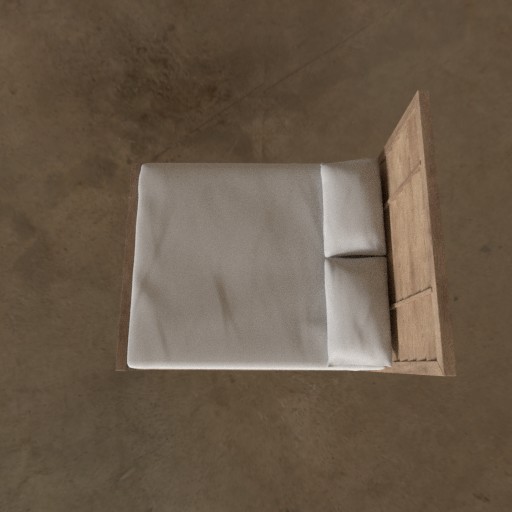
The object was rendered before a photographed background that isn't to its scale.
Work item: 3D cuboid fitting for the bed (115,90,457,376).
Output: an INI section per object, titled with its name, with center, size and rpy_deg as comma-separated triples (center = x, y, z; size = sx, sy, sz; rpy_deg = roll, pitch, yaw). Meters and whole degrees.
[bed]
center = 0.000, 0.000, 3.188
size = 2.017, 1.631, 1.615
rpy_deg = 0, 76, 0
